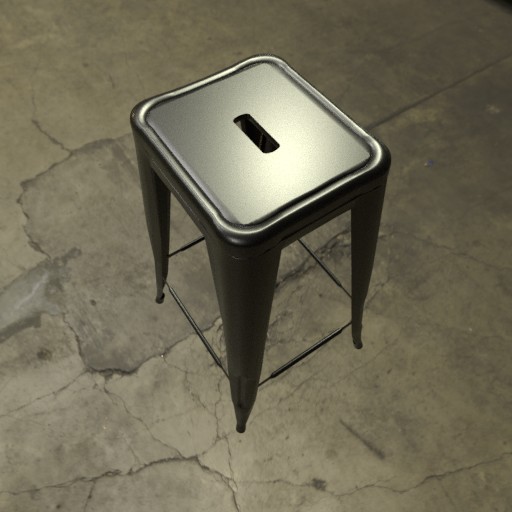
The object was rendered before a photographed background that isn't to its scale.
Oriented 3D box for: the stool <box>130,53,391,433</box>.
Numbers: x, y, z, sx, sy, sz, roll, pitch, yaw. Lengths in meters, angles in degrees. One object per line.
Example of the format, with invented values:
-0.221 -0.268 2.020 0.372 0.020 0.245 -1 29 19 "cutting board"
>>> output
0.000 0.000 0.837 0.359 0.609 0.399 -30 62 -18 "stool"
